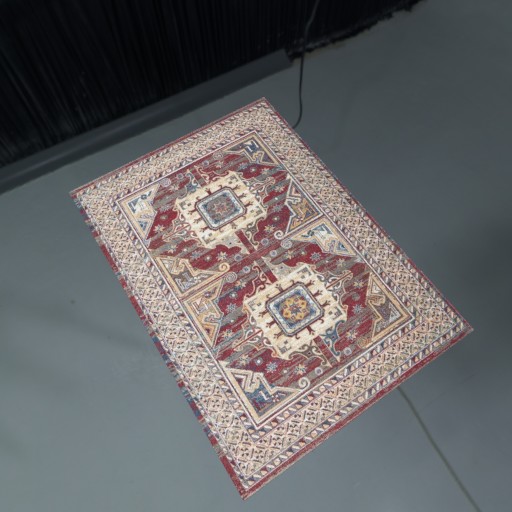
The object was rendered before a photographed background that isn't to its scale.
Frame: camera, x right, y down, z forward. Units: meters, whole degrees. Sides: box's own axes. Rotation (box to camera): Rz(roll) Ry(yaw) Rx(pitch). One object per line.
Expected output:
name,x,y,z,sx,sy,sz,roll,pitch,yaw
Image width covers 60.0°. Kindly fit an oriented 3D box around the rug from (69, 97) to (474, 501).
rug,0.000,0.000,2.810,1.599,0.011,2.210,-31,68,-14
